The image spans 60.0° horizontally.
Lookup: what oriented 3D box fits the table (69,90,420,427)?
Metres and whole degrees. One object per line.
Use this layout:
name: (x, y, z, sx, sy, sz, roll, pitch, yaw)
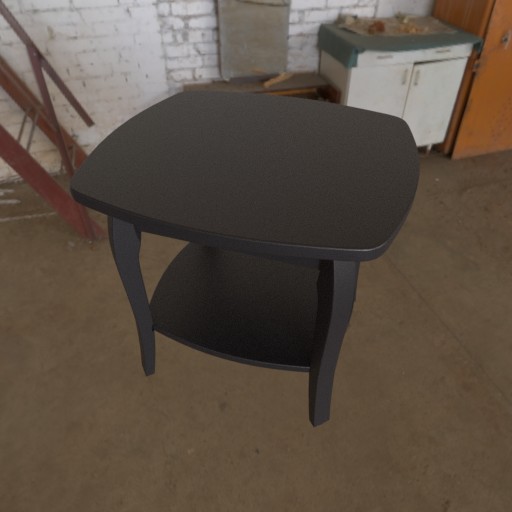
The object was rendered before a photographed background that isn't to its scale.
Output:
table: (0.000, 0.000, 0.860, 0.508, 0.457, 0.457, 12, 42, 14)
